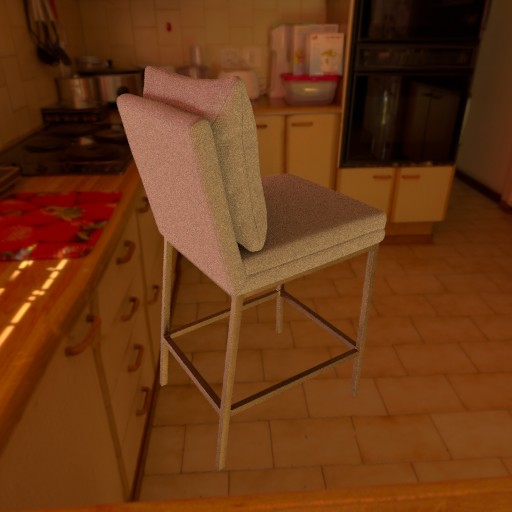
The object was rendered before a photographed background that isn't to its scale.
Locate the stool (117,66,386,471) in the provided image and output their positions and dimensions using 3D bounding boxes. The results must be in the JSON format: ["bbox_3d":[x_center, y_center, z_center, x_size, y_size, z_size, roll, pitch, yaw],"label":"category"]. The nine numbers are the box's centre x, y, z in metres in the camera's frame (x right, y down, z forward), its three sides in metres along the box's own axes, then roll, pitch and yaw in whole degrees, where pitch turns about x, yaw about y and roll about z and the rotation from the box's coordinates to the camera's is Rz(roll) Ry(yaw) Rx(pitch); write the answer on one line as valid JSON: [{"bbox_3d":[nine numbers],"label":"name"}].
[{"bbox_3d":[0.000,0.000,1.299,0.569,1.031,0.463,-17,32,-30],"label":"stool"}]
